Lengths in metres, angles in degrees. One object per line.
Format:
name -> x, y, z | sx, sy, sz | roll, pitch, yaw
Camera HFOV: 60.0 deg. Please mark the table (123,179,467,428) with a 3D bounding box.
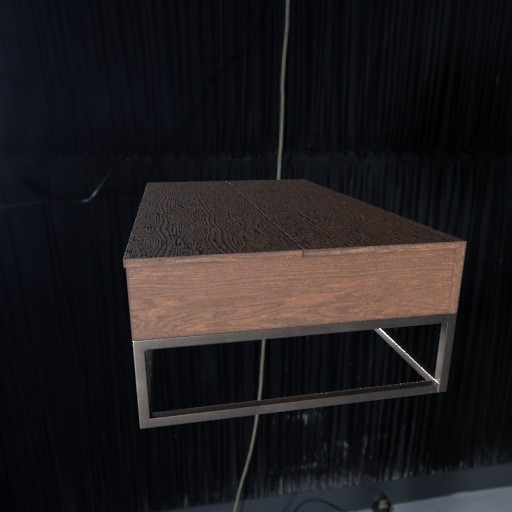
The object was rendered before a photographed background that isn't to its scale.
table -> 0.000, 0.000, 1.468 | 0.719, 0.361, 1.167 | -3, 17, -11
